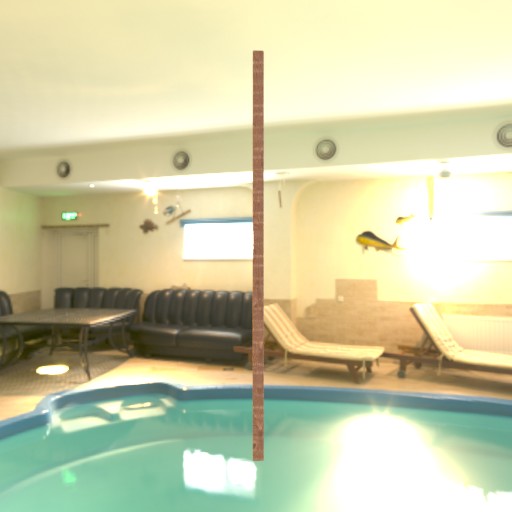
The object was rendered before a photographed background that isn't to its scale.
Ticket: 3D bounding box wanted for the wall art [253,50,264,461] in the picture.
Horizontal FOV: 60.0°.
[{"bbox_3d":[0.000,0.000,1.347,0.020,0.761,1.056,0,0,0],"label":"wall art"}]
